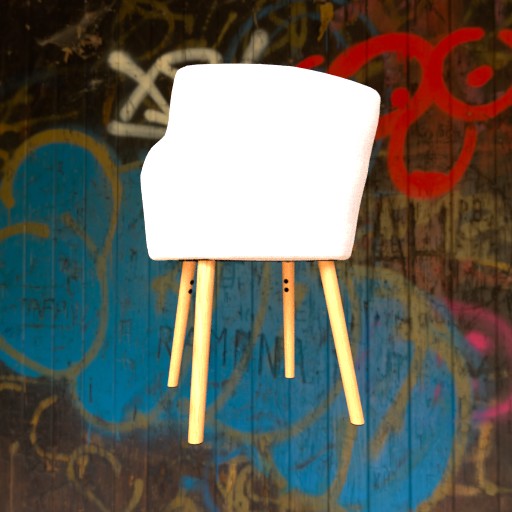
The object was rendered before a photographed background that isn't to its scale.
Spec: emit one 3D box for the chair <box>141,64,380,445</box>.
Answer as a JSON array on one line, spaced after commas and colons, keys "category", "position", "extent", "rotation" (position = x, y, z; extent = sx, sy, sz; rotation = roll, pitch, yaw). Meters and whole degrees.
[{"category": "chair", "position": [0.000, 0.000, 1.156], "extent": [0.570, 0.780, 0.540], "rotation": [0, -1, -17]}]
